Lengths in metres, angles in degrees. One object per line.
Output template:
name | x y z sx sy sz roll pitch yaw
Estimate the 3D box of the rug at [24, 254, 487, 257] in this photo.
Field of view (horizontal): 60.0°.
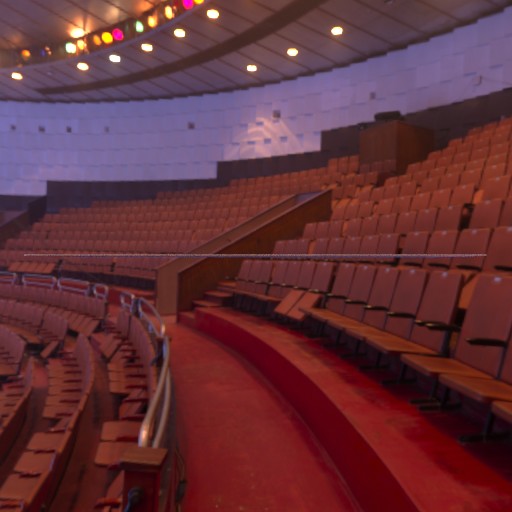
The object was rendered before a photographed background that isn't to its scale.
rug | 0.000 0.000 2.706 2.431 0.006 0.806 0 -1 -1
